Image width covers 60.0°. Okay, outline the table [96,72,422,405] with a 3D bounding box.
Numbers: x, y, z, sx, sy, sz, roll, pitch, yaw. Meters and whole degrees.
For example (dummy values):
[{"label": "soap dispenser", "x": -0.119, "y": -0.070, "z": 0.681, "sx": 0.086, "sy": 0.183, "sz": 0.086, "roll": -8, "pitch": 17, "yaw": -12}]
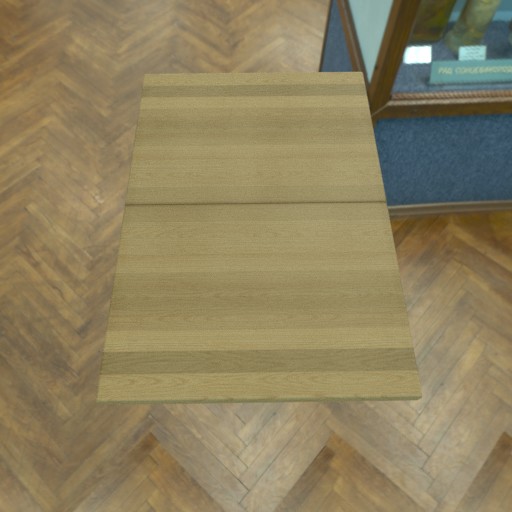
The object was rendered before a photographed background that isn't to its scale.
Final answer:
[{"label": "table", "x": 0.000, "y": 0.000, "z": 1.852, "sx": 0.900, "sy": 0.770, "sz": 1.300, "roll": -1, "pitch": 62, "yaw": 0}]
